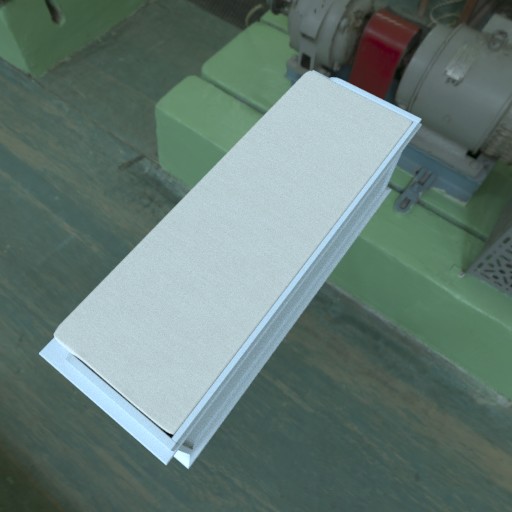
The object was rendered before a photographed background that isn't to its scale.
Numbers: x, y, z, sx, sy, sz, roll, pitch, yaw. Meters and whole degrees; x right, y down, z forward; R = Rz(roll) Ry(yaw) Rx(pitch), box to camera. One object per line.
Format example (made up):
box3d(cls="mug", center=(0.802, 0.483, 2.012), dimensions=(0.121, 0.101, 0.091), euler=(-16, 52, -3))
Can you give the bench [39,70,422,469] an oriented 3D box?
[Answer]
box3d(cls="bench", center=(0.000, 0.000, 1.382), dimensions=(0.402, 0.486, 1.185), euler=(33, 68, 16))
